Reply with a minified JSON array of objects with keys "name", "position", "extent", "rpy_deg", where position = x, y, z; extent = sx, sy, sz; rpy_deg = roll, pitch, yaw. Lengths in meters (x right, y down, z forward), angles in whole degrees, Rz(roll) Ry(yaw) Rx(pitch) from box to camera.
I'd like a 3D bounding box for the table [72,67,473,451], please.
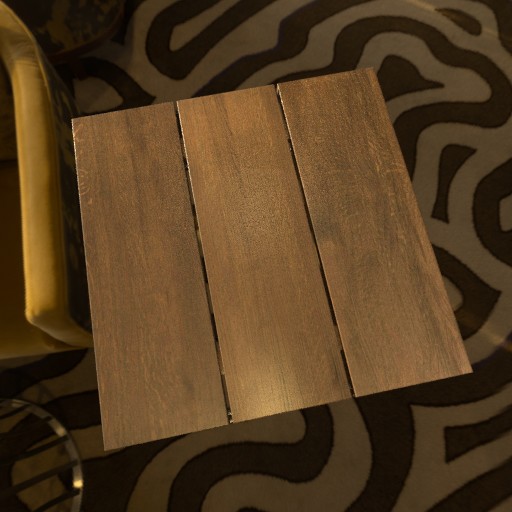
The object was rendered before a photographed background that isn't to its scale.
[{"name":"table","position":[0.000,0.000,1.370],"extent":[0.900,0.400,0.900],"rpy_deg":[-11,74,-3]}]
